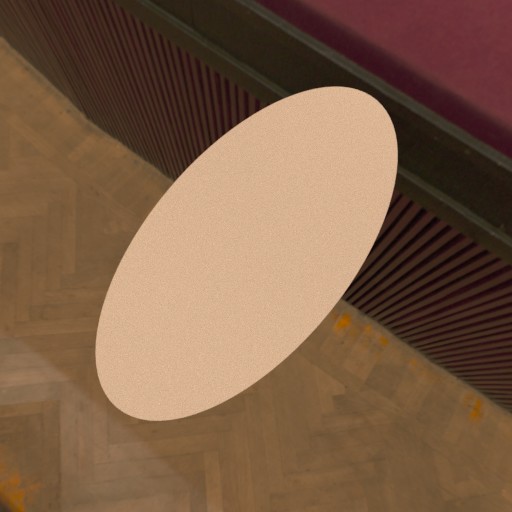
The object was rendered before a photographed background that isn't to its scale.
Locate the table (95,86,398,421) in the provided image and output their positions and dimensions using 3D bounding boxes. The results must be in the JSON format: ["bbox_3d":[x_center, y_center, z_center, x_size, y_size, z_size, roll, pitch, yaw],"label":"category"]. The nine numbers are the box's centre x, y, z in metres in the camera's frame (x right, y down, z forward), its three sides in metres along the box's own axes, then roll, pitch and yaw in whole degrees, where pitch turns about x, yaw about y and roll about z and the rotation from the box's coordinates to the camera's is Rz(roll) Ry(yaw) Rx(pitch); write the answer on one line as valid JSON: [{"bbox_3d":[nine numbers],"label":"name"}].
[{"bbox_3d":[0.000,0.000,1.356,0.542,0.390,1.083,37,78,10],"label":"table"}]
